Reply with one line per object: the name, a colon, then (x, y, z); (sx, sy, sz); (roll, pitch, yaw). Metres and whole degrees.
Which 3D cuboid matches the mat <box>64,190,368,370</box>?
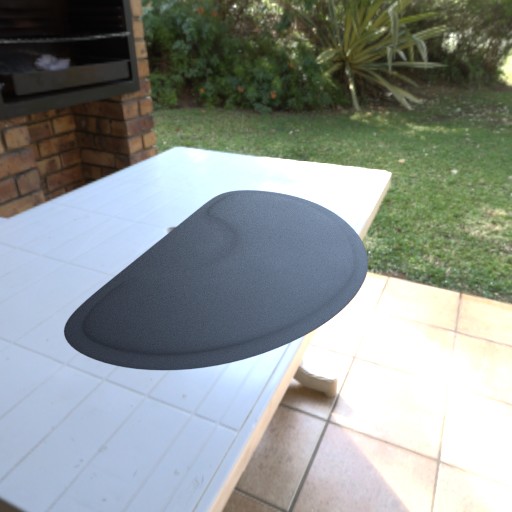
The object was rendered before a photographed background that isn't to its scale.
mat: (0.000, 0.000, 1.857); (0.913, 0.013, 1.524); (10, 30, 17)
